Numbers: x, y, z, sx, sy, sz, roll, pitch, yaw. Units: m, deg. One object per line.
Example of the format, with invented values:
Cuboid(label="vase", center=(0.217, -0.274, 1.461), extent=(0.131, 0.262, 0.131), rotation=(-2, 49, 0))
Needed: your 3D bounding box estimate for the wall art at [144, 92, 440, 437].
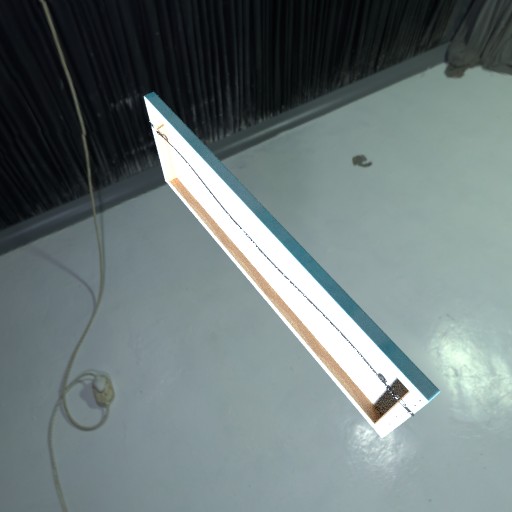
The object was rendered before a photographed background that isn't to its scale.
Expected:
Cuboid(label="wall art", center=(0.000, 0.000, 0.843), extent=(0.044, 0.254, 0.759), rotation=(-32, 63, -19))
